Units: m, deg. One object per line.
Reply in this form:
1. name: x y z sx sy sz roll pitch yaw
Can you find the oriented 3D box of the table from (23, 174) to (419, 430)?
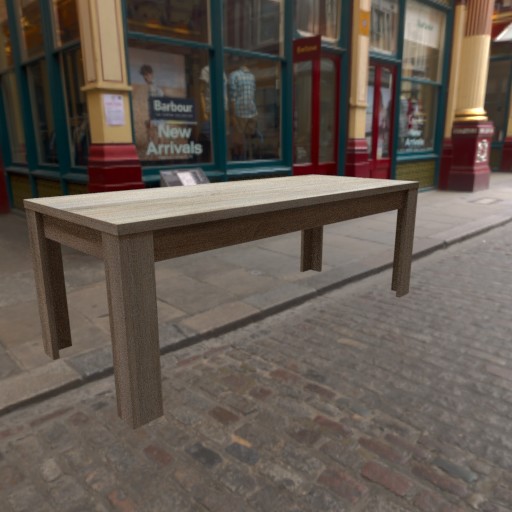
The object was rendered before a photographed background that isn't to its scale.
1. table: 0.000 0.000 2.632 2.200 0.790 0.900 -14 20 -43
